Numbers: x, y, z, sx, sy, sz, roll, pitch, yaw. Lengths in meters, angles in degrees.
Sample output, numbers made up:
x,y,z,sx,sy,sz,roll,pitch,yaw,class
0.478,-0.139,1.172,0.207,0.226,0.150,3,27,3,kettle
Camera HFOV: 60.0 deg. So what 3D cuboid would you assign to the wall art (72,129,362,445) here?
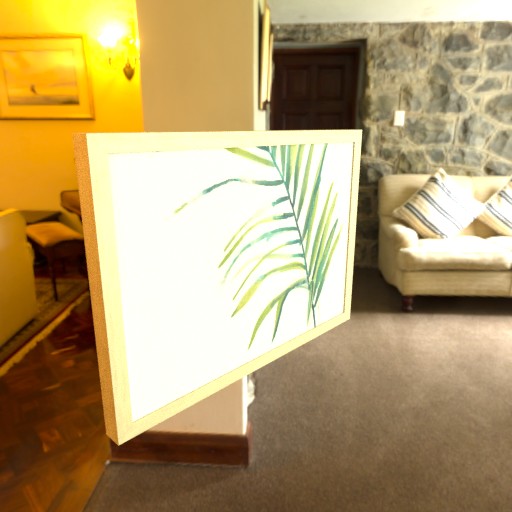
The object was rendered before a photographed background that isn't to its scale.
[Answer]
x,y,z,sx,sy,sz,roll,pitch,yaw,class
0.000,0.000,0.700,0.032,0.380,0.532,15,22,42,wall art
